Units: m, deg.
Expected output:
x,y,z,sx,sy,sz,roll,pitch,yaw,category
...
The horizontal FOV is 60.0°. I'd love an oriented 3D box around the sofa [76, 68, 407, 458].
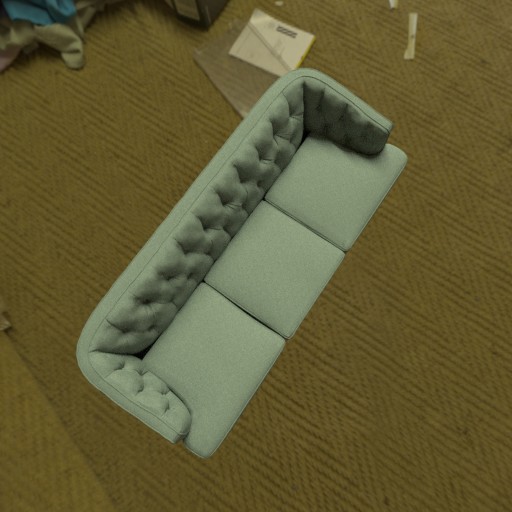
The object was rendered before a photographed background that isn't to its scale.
x,y,z,sx,sy,sz,roll,pitch,yaw,category
0.000,0.000,2.784,0.941,0.855,2.278,34,78,8,sofa
